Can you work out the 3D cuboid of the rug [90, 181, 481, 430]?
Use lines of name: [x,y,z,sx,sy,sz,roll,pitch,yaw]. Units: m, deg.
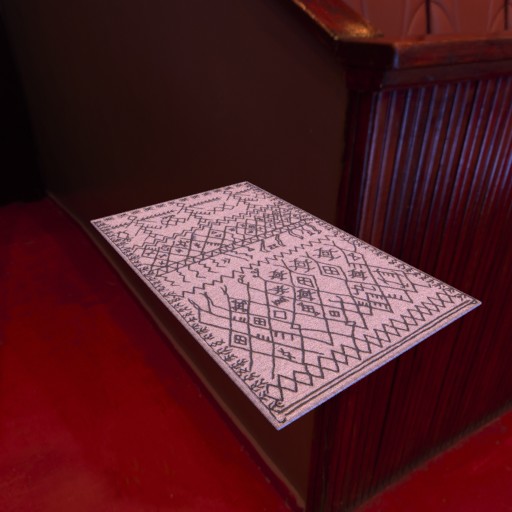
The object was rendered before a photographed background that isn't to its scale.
rug: [0.000,0.000,3.087,1.526,0.012,2.444,-20,36,-30]
